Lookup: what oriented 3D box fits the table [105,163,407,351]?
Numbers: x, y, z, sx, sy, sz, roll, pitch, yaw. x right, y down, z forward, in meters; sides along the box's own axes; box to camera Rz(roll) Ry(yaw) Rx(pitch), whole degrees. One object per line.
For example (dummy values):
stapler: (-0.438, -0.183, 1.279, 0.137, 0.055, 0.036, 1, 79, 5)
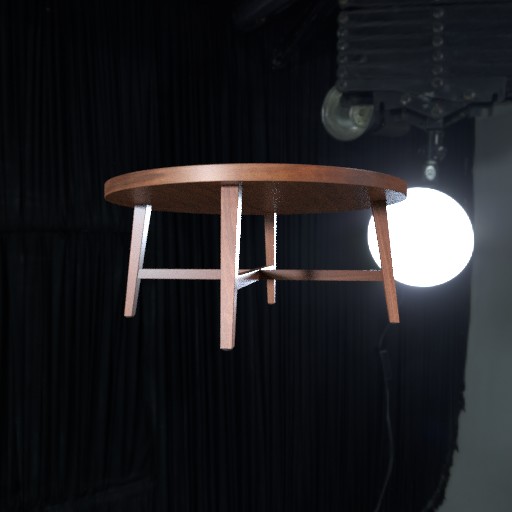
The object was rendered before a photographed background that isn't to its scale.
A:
table: (0.000, 0.000, 1.240, 0.800, 0.360, 0.800, 0, 1, 0)
